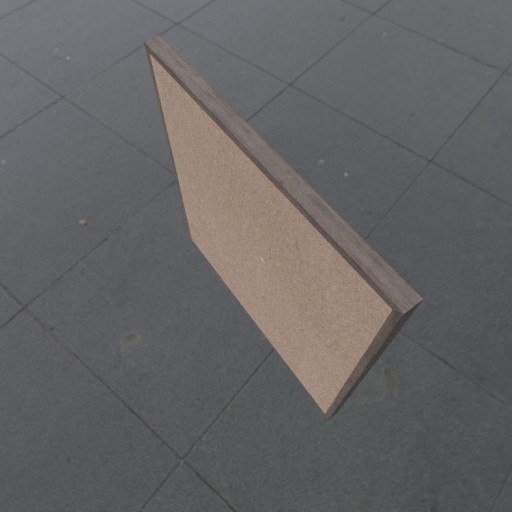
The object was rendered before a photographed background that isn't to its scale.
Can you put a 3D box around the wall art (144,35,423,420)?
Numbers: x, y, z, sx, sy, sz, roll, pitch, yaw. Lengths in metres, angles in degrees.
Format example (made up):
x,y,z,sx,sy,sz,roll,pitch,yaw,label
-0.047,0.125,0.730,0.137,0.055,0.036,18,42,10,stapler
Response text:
x,y,z,sx,sy,sz,roll,pitch,yaw,label
0.000,0.000,1.108,0.038,0.762,0.762,-32,64,-17,wall art
